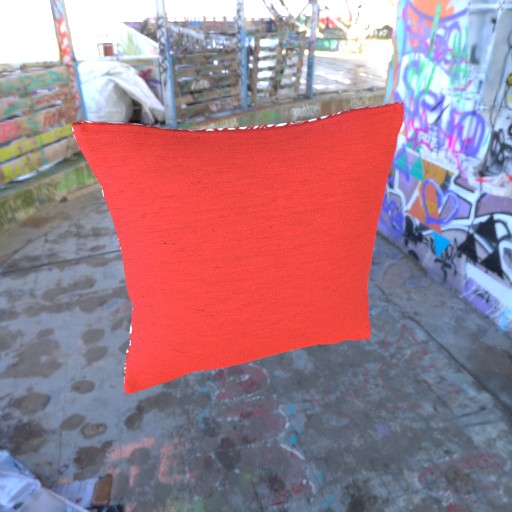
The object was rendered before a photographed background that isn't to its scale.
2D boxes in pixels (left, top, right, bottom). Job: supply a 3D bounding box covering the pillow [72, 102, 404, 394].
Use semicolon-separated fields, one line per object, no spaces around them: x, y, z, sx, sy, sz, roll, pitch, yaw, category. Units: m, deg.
0.000;0.000;0.659;0.438;0.419;0.162;-9;30;-16;pillow
